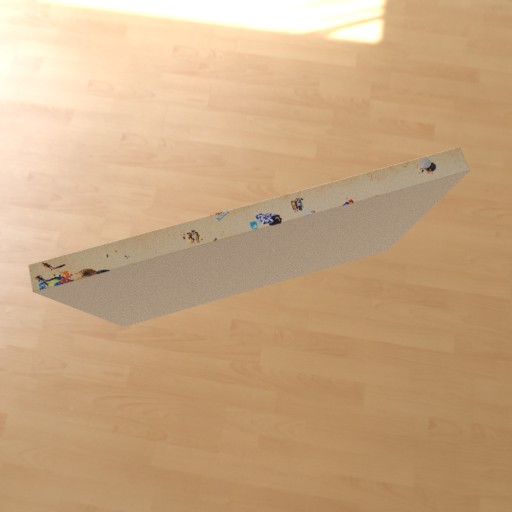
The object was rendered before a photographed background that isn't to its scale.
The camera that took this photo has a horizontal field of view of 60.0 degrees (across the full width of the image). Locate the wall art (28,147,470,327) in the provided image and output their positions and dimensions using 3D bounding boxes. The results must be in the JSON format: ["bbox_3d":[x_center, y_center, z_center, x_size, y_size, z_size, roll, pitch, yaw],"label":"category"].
[{"bbox_3d":[0.000,0.000,1.161,0.894,0.595,0.057,-16,75,-4],"label":"wall art"}]
